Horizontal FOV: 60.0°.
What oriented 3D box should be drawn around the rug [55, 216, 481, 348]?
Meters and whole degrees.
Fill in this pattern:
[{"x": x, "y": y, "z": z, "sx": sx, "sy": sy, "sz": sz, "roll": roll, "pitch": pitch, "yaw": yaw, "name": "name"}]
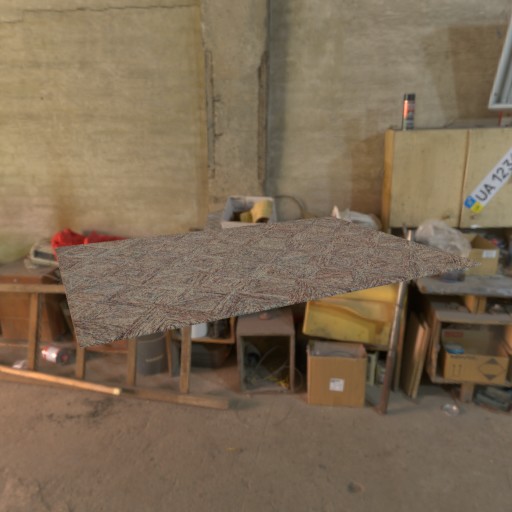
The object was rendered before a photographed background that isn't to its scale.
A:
[{"x": 0.000, "y": 0.000, "z": 2.840, "sx": 2.285, "sy": 0.019, "sz": 1.523, "roll": -8, "pitch": 19, "yaw": -25, "name": "rug"}]
